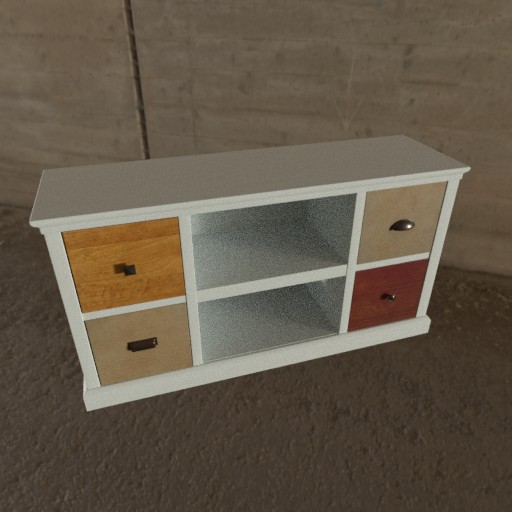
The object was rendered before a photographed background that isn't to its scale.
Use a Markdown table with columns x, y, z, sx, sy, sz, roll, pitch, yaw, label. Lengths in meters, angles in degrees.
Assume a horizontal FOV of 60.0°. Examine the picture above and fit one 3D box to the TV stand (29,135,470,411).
| x | y | z | sx | sy | sz | roll | pitch | yaw | label |
| --- | --- | --- | --- | --- | --- | --- | --- | --- | --- |
| 0.000 | 0.000 | 1.464 | 1.187 | 0.624 | 0.424 | -9 | 32 | -15 | TV stand |
